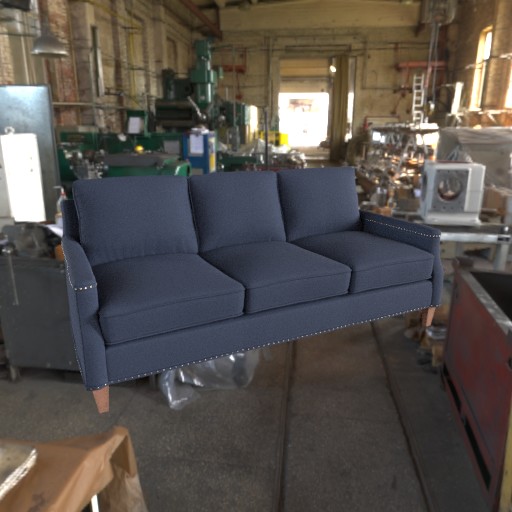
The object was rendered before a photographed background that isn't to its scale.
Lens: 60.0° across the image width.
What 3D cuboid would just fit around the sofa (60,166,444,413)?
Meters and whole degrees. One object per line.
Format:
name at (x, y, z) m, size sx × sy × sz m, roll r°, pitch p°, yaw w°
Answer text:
sofa at (0.000, 0.000, 2.820) m, size 2.246 × 1.003 × 1.084 m, roll -8°, pitch 18°, yaw -25°
